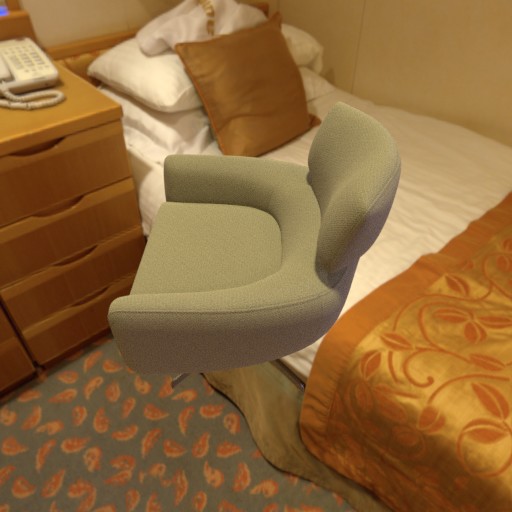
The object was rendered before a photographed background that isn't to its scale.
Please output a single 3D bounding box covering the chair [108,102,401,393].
[{"bbox_3d":[0.000,0.000,1.392,0.730,0.810,0.760,1,42,1],"label":"chair"}]
